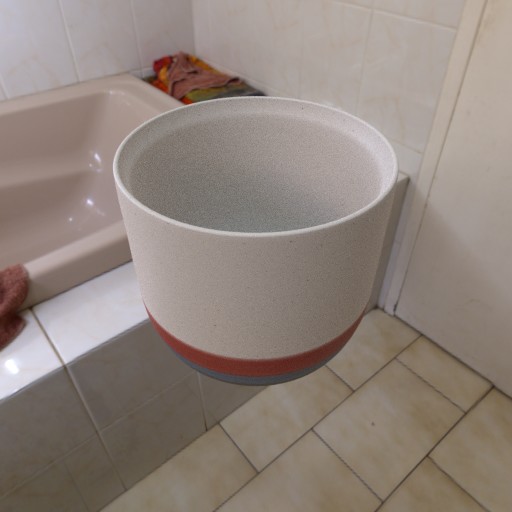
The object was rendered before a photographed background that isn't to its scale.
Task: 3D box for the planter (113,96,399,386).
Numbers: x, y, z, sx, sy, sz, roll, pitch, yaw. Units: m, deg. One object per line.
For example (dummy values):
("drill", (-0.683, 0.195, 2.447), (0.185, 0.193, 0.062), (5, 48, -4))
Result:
("planter", (0.000, 0.000, 0.511), (0.268, 0.270, 0.268), (0, 41, 0))
